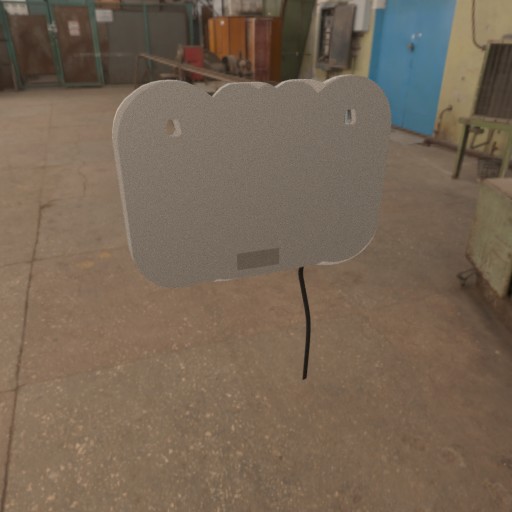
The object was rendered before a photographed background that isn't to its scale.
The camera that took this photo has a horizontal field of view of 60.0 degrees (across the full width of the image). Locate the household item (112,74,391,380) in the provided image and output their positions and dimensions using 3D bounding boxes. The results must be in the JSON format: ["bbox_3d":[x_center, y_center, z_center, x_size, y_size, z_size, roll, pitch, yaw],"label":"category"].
[{"bbox_3d":[0.000,0.000,0.387,0.211,0.294,0.042,-9,28,-17],"label":"household item"}]
